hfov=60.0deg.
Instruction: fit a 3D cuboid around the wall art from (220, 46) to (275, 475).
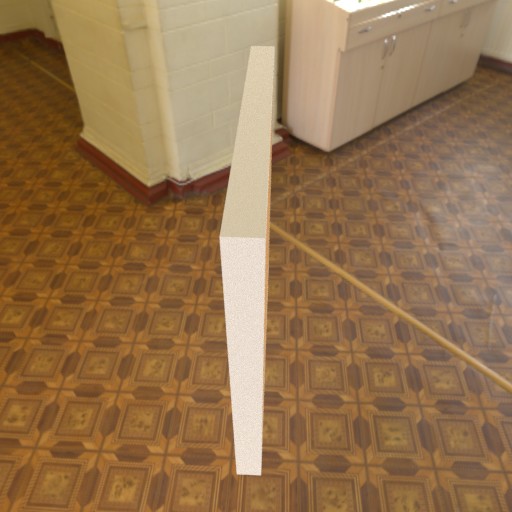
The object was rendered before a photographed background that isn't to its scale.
[{"bbox_3d":[0.000,0.000,0.743,0.040,0.509,0.509,2,43,2],"label":"wall art"}]
